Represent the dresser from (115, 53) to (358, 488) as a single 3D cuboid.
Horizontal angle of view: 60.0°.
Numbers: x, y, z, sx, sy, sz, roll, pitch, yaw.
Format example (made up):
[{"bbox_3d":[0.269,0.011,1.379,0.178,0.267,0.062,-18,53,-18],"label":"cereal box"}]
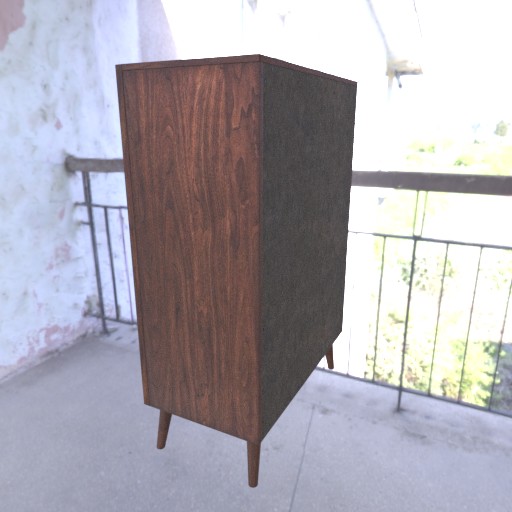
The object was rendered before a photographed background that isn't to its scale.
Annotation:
[{"bbox_3d":[0.000,0.000,1.795,0.498,1.365,0.919,9,19,26],"label":"dresser"}]
